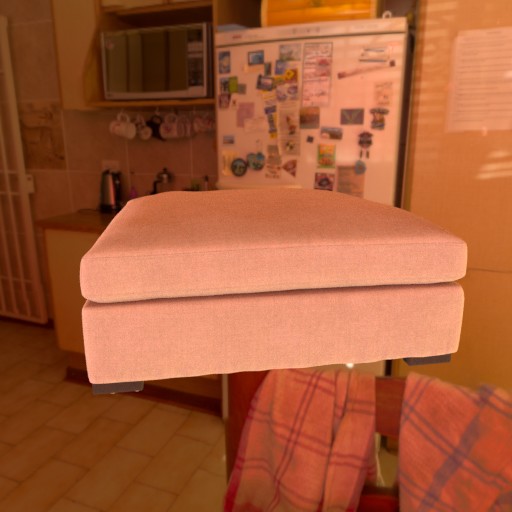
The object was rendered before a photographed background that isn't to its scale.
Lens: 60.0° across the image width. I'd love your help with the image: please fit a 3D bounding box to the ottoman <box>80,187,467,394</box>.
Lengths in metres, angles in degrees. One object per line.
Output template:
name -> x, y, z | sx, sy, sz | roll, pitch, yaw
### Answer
ottoman -> 0.000, 0.000, 1.848 | 1.203, 0.517, 1.171 | -2, 15, -9
